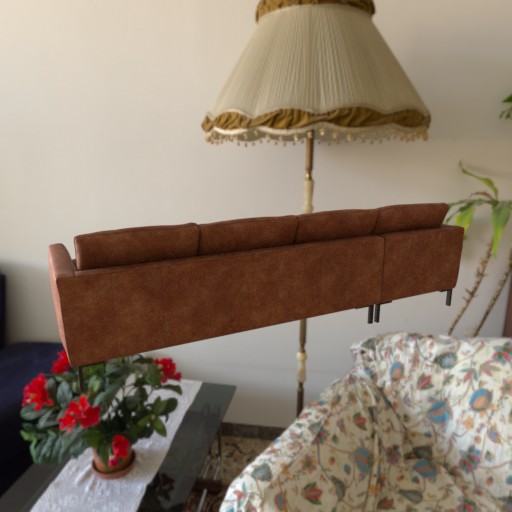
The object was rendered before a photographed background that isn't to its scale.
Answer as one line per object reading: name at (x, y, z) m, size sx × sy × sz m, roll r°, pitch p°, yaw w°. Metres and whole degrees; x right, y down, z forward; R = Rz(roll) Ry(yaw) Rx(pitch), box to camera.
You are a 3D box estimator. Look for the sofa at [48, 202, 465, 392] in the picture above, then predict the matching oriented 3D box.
sofa at (0.000, 0.000, 3.535) m, size 2.993 × 0.859 × 1.471 m, roll -7°, pitch 16°, yaw -26°
